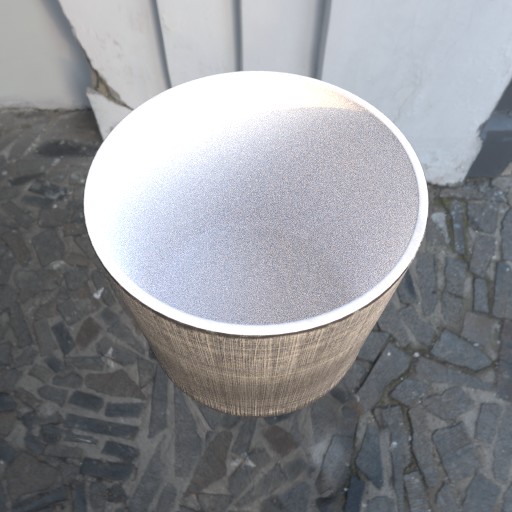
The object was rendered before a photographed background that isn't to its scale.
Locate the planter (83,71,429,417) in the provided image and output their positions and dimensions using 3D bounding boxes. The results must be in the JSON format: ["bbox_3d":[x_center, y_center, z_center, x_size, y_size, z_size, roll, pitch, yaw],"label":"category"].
[{"bbox_3d":[0.000,0.000,0.299,0.178,0.157,0.178,0,58,0],"label":"planter"}]
